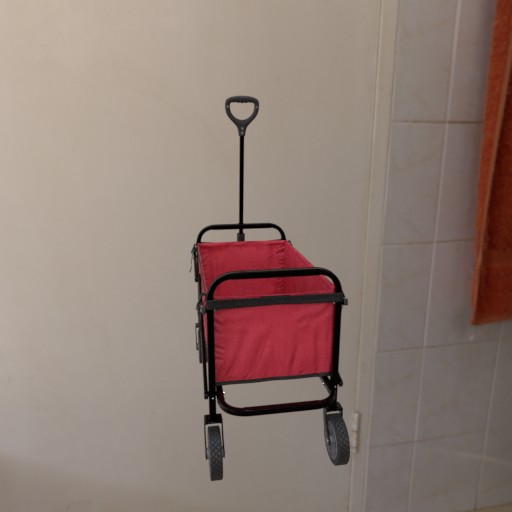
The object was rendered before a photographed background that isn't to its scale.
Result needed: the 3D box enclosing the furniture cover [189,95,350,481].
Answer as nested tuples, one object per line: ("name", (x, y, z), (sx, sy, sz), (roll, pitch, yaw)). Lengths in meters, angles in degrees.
("furniture cover", (0.000, 0.000, 1.799), (0.532, 1.295, 1.038), (-2, 15, -9))
